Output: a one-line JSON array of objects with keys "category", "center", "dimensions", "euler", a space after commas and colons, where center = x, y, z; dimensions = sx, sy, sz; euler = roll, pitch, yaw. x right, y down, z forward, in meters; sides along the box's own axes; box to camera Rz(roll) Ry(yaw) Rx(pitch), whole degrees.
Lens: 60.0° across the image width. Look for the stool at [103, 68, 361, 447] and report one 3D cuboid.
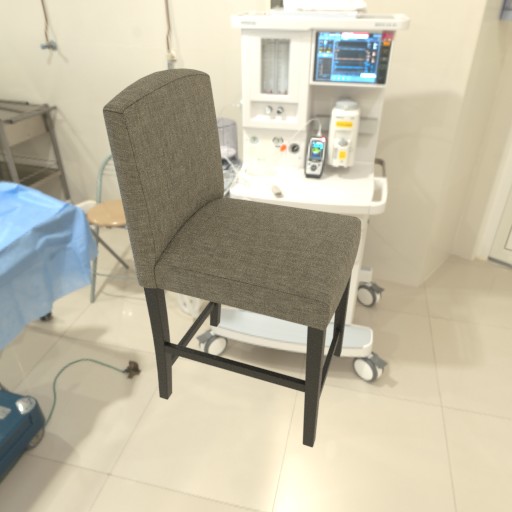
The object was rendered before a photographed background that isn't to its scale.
[{"category": "stool", "center": [0.000, 0.000, 1.277], "dimensions": [0.552, 0.966, 0.451], "euler": [11, 34, 17]}]
